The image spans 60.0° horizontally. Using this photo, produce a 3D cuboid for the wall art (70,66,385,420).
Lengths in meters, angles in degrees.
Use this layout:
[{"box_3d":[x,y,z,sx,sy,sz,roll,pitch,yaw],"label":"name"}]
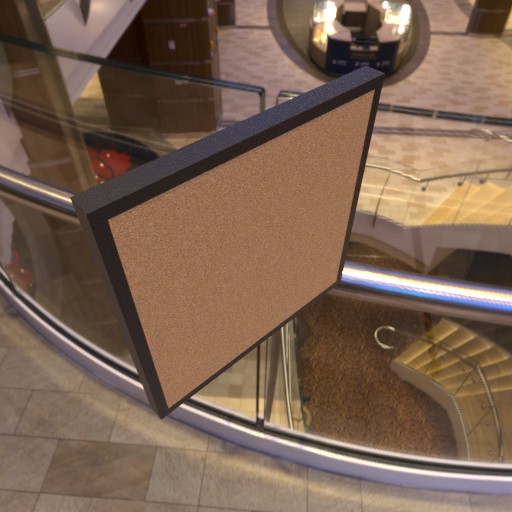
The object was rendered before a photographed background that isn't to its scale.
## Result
[{"box_3d":[0.000,0.000,0.773,0.508,0.508,0.038,-33,54,-27],"label":"wall art"}]
